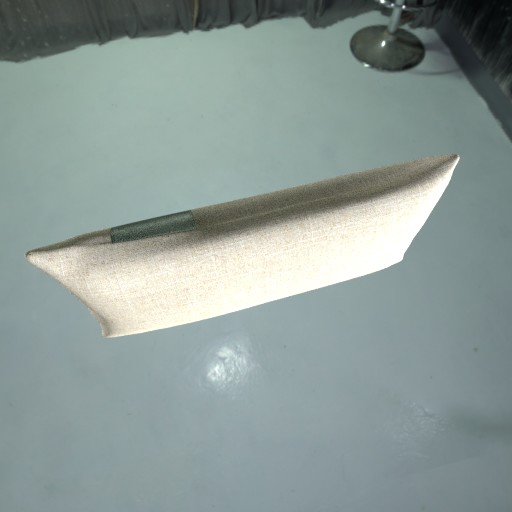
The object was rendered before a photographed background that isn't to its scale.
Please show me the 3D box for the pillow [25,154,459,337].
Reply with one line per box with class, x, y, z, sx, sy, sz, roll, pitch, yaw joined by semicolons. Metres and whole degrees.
pillow;0.000;0.000;1.029;0.859;0.429;0.197;-14;61;-8
